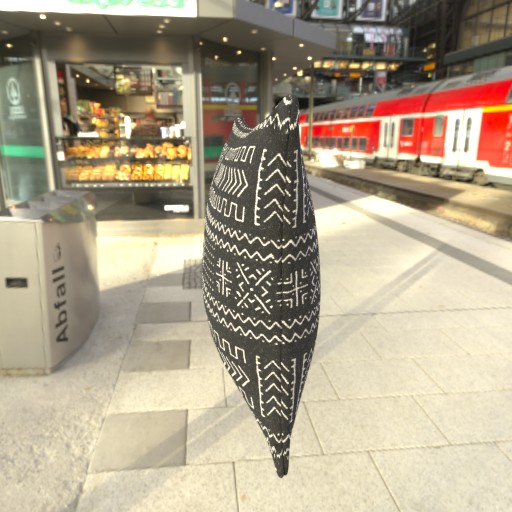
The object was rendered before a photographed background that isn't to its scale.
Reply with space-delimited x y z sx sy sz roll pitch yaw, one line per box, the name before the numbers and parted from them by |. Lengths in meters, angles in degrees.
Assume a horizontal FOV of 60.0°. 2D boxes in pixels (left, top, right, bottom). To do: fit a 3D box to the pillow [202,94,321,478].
pillow | 0.000 0.000 0.673 0.164 0.430 0.438 -2 16 -9
